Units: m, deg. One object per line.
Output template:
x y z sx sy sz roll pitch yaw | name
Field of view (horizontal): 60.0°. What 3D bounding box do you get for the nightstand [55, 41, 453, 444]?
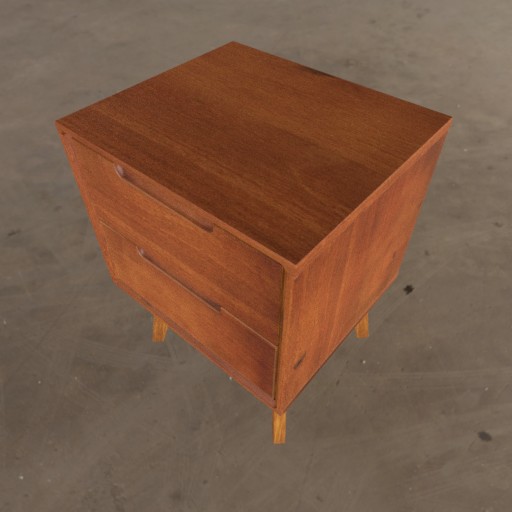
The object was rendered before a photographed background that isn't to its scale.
0.000 0.000 0.905 0.460 0.618 0.411 32 54 26 | nightstand
